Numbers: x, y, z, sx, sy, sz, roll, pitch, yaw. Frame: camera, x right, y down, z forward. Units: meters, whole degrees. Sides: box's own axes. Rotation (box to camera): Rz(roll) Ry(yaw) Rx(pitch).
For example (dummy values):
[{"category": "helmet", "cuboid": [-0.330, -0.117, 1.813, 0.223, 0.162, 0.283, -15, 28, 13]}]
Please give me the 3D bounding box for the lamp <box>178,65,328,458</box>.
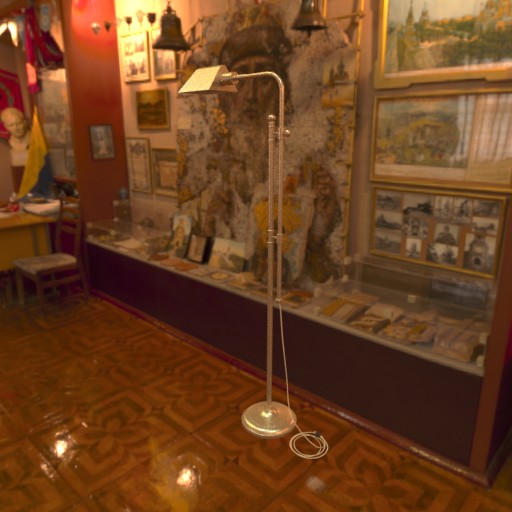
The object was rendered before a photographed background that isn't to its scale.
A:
[{"category": "lamp", "cuboid": [0.000, 0.000, 1.922, 0.256, 1.571, 0.813, -15, 22, -43]}]
